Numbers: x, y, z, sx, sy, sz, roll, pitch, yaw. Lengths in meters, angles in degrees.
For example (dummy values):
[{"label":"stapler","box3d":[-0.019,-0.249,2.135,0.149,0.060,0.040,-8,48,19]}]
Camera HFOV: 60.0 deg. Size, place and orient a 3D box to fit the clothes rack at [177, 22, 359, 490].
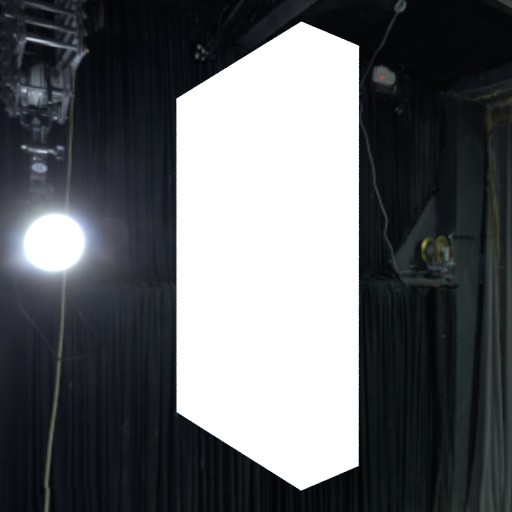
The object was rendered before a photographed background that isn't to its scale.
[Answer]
[{"label":"clothes rack","box3d":[0.000,0.000,1.587,0.250,1.280,0.750,0,0,-37]}]
